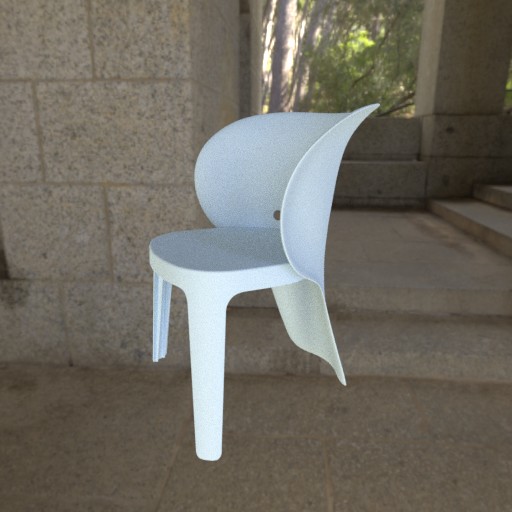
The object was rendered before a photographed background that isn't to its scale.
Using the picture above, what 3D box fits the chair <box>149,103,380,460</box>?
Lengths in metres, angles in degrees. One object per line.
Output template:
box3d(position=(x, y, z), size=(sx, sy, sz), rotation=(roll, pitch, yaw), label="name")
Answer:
box3d(position=(0.000, 0.000, 0.868), size=(0.402, 0.554, 0.451), rotation=(-7, 17, -24), label="chair")
